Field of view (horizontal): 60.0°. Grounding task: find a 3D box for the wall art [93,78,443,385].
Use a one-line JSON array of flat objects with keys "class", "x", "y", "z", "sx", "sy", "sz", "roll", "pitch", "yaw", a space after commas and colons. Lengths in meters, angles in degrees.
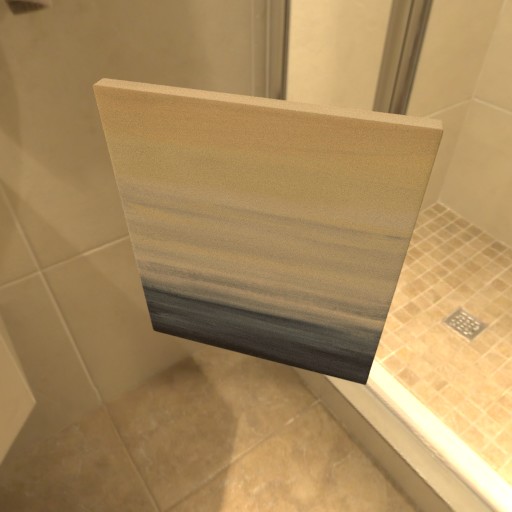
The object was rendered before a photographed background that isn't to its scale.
[{"class": "wall art", "x": 0.000, "y": 0.000, "z": 0.988, "sx": 0.608, "sy": 0.710, "sz": 0.041, "roll": 12, "pitch": 43, "yaw": 12}]
